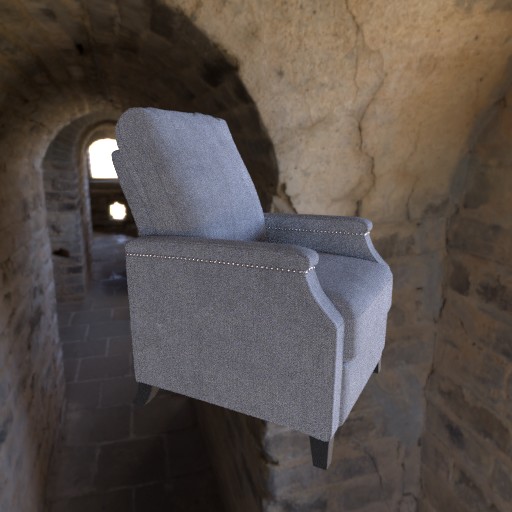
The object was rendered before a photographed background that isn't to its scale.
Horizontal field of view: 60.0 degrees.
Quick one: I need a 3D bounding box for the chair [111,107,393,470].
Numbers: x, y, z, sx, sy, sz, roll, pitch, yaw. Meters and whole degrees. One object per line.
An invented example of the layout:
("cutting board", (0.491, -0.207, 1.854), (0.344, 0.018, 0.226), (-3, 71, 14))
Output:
("chair", (0.000, 0.000, 1.651), (0.922, 1.049, 0.710), (7, 15, 27))
